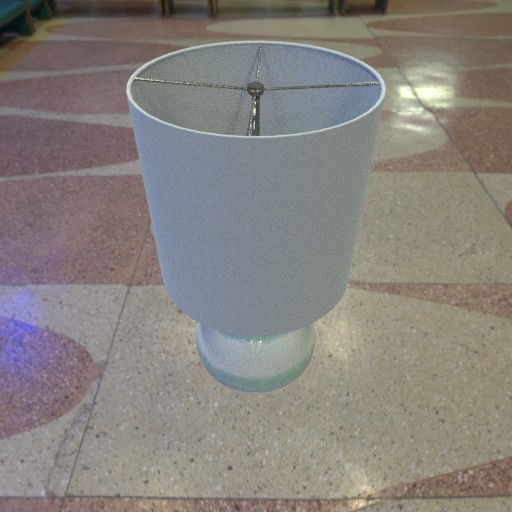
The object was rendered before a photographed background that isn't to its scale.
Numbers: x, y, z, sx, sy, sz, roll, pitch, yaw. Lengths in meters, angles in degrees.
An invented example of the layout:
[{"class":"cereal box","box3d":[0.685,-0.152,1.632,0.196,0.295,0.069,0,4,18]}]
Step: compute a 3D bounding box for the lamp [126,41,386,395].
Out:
[{"class":"lamp","box3d":[0.000,0.000,0.512,0.217,0.404,0.217,2,42,2]}]
